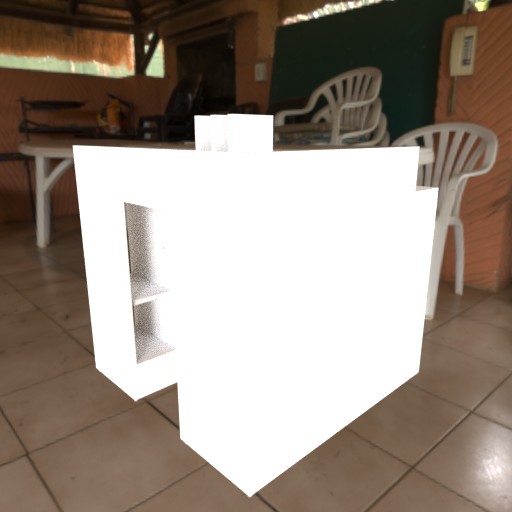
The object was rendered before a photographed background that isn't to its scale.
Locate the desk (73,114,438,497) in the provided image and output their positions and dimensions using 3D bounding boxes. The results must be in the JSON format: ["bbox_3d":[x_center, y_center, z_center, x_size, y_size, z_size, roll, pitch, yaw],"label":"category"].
[{"bbox_3d":[0.000,0.000,1.699,0.940,0.986,0.940,-14,21,-42],"label":"desk"}]
